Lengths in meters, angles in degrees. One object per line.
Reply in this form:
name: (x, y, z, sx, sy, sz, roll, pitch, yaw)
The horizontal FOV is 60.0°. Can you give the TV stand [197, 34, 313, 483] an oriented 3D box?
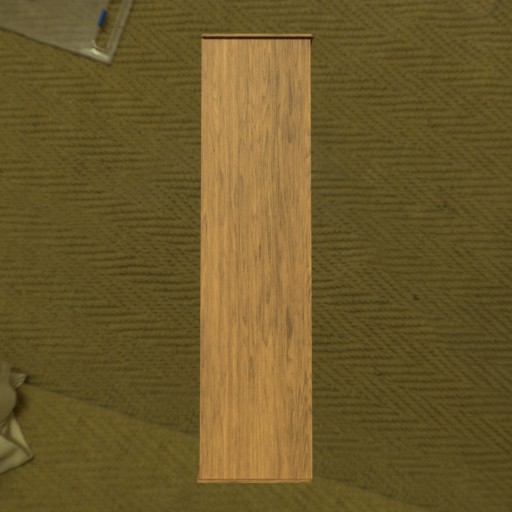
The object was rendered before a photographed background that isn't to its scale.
TV stand: (0.000, 0.000, 1.979, 0.467, 0.415, 1.796, 0, 88, 0)
